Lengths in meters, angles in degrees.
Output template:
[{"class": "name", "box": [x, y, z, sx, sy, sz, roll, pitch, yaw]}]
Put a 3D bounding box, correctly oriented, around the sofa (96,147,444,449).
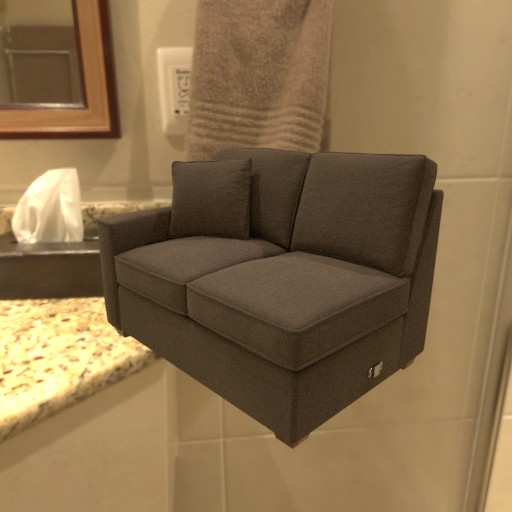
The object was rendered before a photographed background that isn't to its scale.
[{"class": "sofa", "box": [0.000, 0.000, 2.145, 0.991, 0.989, 1.388, -15, 22, -42]}]
